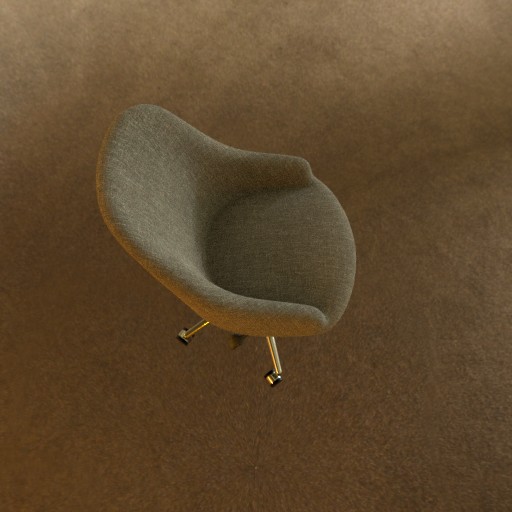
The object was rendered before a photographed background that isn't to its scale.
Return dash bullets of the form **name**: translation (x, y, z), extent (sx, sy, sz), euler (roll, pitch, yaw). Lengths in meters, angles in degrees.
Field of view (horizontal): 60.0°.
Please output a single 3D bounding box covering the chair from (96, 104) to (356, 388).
- **chair**: translation (0.000, 0.000, 1.405), extent (0.712, 0.950, 0.671), euler (-1, 64, 0)
